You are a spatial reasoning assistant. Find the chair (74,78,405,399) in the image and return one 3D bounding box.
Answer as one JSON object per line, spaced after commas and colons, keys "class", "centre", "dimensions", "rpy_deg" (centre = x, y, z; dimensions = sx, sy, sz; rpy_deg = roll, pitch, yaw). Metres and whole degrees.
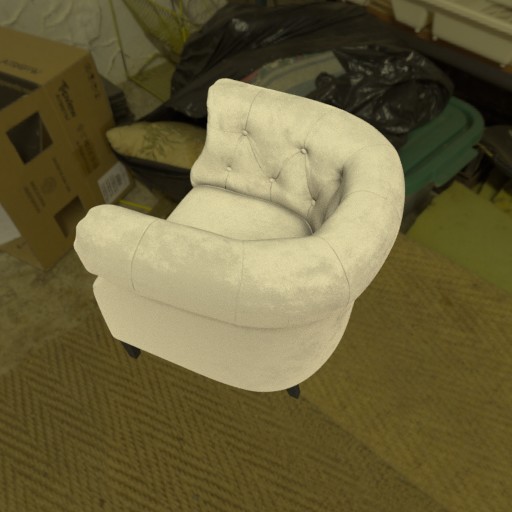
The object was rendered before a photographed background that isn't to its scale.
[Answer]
{"class": "chair", "centre": [0.000, 0.000, 1.556], "dimensions": [0.851, 0.826, 0.904], "rpy_deg": [18, 52, 15]}
